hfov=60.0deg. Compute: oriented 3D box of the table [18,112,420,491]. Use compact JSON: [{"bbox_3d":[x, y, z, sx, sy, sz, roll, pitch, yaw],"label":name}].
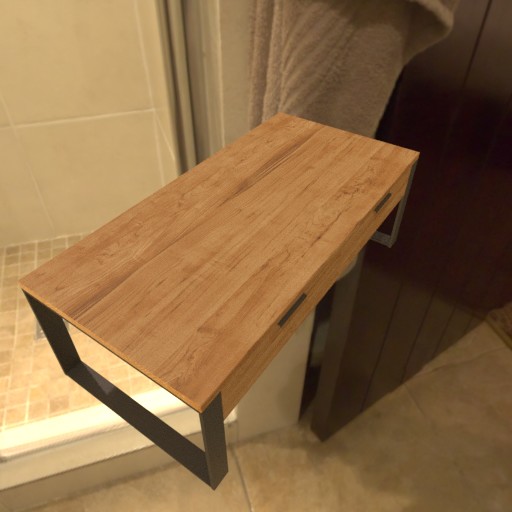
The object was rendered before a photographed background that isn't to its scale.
[{"bbox_3d":[0.000,0.000,1.443,0.590,0.400,1.180,25,47,25],"label":"table"}]
